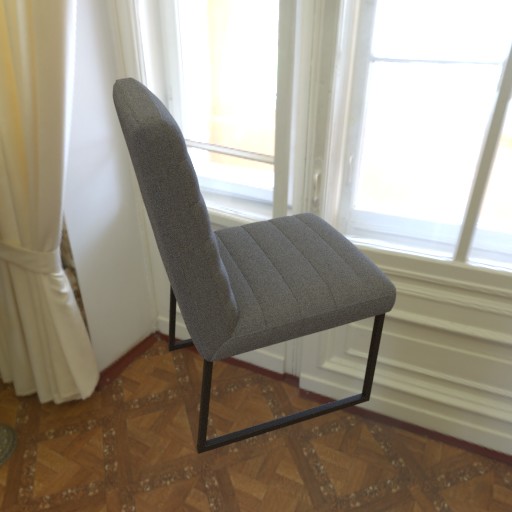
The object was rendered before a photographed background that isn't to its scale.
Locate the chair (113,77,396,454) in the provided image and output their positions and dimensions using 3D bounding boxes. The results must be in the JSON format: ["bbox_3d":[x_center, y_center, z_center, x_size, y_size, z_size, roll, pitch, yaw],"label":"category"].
[{"bbox_3d":[0.000,0.000,1.271,0.634,0.930,0.520,-10,32,-17],"label":"chair"}]
